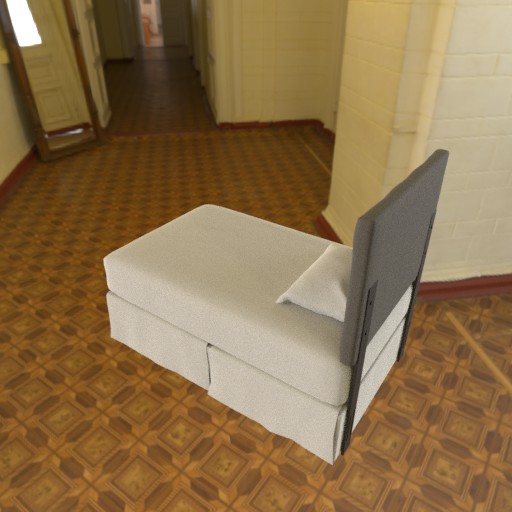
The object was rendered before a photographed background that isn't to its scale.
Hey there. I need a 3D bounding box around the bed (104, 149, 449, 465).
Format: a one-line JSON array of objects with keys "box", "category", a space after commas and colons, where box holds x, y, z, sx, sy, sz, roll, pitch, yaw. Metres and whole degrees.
[{"box": [0.000, 0.000, 3.065, 1.997, 1.571, 1.261, 20, 37, 30], "category": "bed"}]
